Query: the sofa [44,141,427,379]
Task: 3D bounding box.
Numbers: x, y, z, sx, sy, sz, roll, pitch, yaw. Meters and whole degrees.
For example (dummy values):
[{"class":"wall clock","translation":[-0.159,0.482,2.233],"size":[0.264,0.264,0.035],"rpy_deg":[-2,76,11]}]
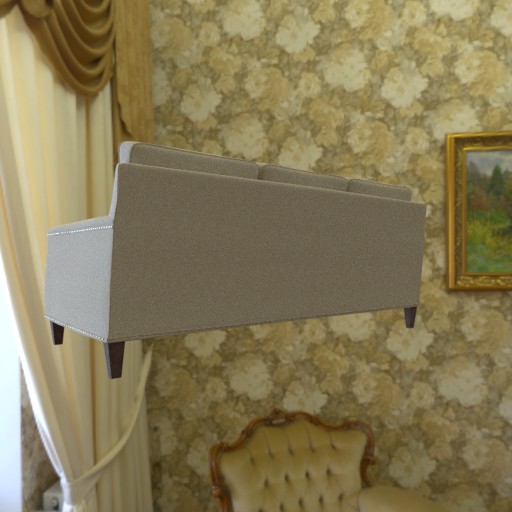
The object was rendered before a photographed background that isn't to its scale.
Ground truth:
[{"class":"sofa","translation":[0.000,0.000,2.786],"size":[2.246,1.003,1.084],"rpy_deg":[0,0,-38]}]
